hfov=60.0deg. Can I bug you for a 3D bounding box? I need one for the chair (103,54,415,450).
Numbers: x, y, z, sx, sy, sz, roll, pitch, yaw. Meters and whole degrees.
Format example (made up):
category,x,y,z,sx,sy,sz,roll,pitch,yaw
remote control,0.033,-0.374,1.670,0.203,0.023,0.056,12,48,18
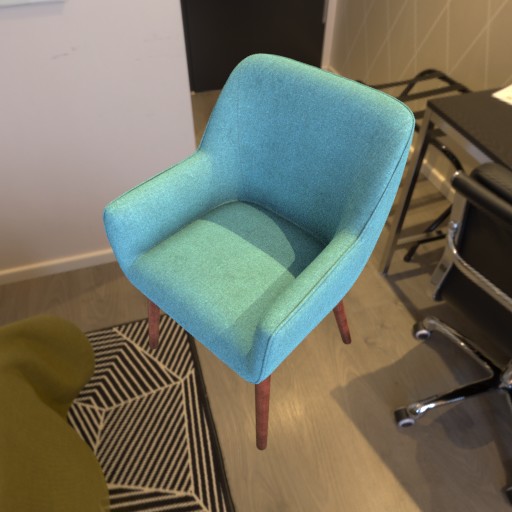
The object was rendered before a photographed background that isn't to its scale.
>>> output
category,x,y,z,sx,sy,sz,roll,pitch,yaw
chair,0.000,0.000,1.150,0.543,0.803,0.519,33,54,28
